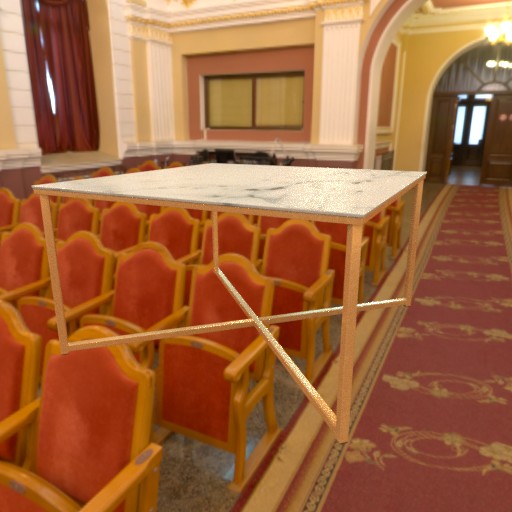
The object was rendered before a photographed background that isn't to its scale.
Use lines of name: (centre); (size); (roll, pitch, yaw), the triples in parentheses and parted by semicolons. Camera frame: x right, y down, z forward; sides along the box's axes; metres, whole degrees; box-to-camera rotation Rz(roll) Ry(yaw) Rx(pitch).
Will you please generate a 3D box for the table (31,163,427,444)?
table: (0.000, 0.000, 1.290); (0.800, 0.450, 0.800); (8, 18, 26)
